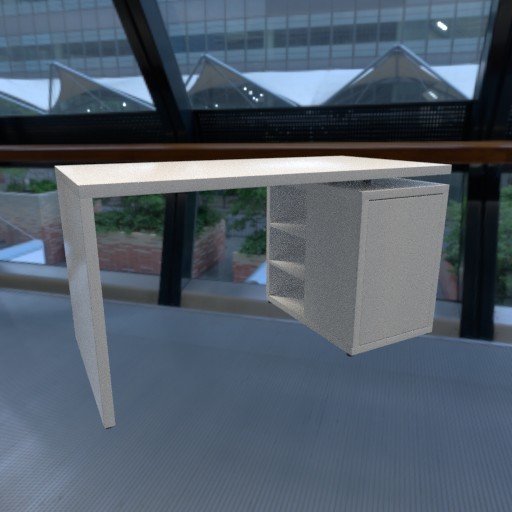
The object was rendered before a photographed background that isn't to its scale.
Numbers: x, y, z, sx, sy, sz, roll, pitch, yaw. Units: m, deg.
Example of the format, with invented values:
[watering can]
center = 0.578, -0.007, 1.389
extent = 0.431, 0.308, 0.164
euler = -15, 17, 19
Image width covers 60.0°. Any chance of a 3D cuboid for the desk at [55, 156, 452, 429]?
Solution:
[desk]
center = 0.000, 0.000, 1.842
extent = 1.400, 0.740, 0.690
euler = -8, 18, -27
